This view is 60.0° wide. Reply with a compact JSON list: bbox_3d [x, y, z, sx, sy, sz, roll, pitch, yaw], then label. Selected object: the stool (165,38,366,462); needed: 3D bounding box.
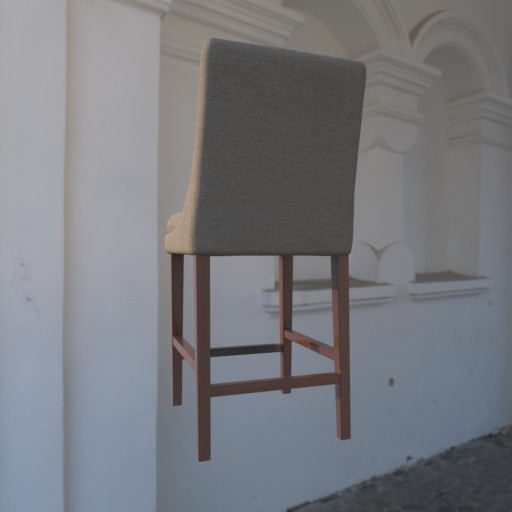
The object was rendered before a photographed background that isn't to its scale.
[{"bbox_3d":[0.000,0.000,1.295,0.470,0.981,0.577,0,0,-19],"label":"stool"}]
